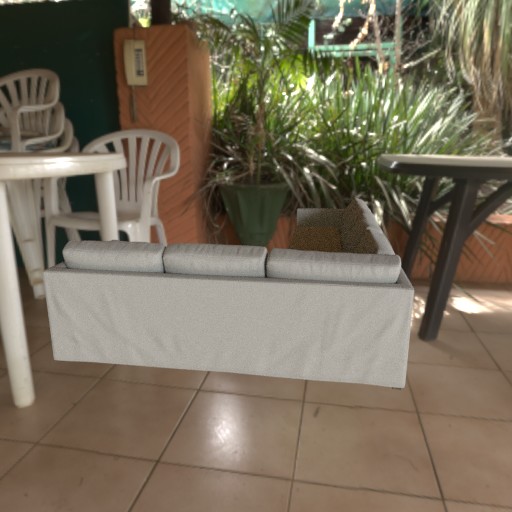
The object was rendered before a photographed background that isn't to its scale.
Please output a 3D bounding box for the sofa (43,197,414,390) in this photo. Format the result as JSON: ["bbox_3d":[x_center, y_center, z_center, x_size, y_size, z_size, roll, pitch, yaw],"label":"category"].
[{"bbox_3d":[0.000,0.000,4.369,2.432,0.871,3.182,2,15,9],"label":"sofa"}]
